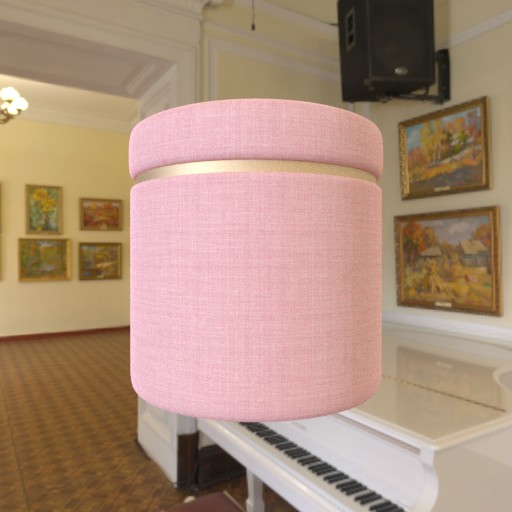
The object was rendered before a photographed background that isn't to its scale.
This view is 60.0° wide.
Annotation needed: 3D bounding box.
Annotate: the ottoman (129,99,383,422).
[{"bbox_3d":[0.000,0.000,0.726,0.400,0.406,0.400,0,0,0],"label":"ottoman"}]
